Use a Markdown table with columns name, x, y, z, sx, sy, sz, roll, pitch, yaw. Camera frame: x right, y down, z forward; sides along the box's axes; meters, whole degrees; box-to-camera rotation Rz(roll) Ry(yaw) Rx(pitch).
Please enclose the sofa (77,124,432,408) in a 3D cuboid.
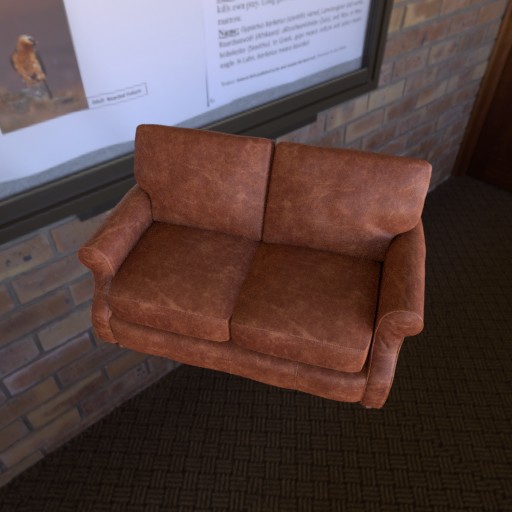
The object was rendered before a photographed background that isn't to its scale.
| name | x | y | z | sx | sy | sz | roll | pitch | yaw |
| --- | --- | --- | --- | --- | --- | --- | --- | --- | --- |
| sofa | 0.000 | 0.000 | 2.260 | 1.616 | 0.967 | 0.990 | 11 | 42 | 12 |
